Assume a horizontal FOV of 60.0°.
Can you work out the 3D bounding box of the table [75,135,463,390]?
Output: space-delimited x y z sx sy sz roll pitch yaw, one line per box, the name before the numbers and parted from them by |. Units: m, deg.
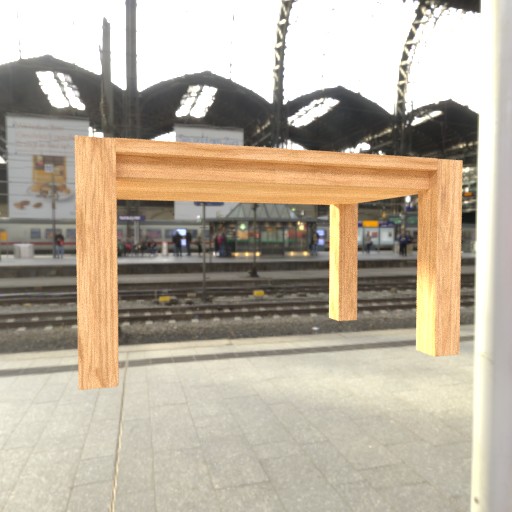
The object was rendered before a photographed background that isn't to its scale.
table | 0.000 0.000 1.953 1.400 0.760 0.900 -1 2 -17
